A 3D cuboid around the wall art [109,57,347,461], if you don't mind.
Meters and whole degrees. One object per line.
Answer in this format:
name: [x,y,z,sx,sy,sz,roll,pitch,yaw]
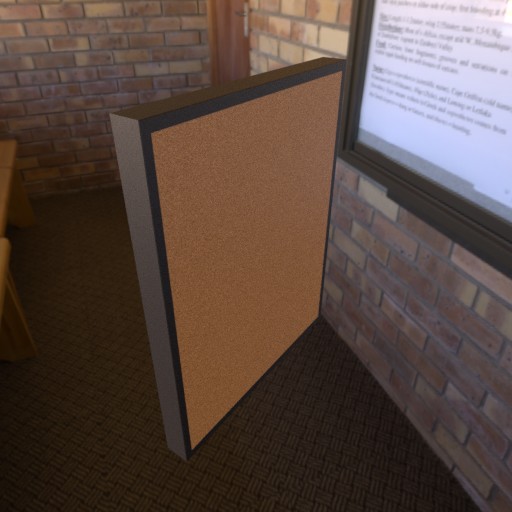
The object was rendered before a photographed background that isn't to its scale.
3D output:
wall art: [0.000,0.000,0.491,0.030,0.369,0.294,22,38,30]
